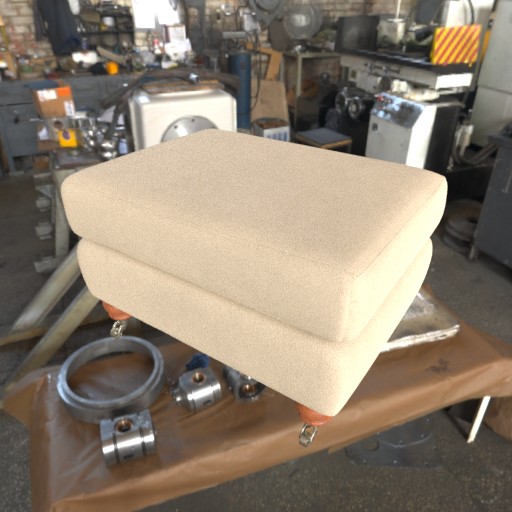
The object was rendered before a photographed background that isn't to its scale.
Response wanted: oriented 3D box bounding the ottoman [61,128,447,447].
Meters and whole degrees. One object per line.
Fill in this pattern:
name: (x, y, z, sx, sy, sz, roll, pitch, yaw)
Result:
ottoman: (0.000, 0.000, 1.145, 0.773, 0.504, 0.569, 19, 36, 29)
